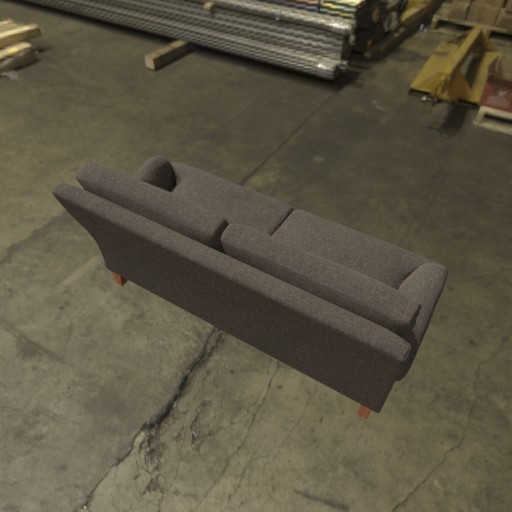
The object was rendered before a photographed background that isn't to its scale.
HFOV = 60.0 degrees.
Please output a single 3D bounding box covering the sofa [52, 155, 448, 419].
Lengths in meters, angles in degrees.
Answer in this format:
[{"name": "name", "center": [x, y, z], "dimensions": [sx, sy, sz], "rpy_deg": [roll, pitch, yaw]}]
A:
[{"name": "sofa", "center": [0.000, 0.000, 2.798], "dimensions": [2.160, 1.054, 1.087], "rpy_deg": [24, 52, 21]}]
